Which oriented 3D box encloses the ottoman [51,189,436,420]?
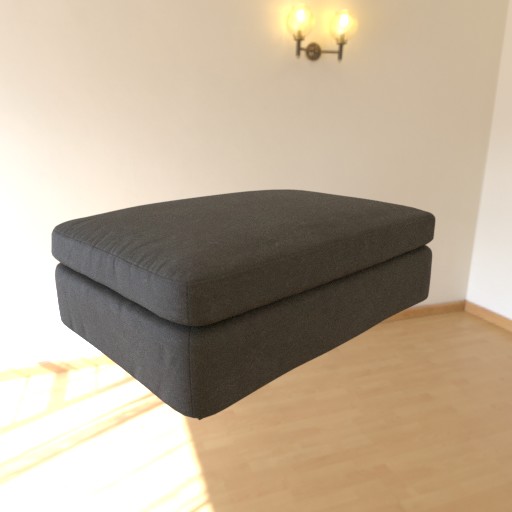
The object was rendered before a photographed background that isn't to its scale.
[{"bbox_3d":[0.000,0.000,1.632,1.199,0.429,0.840,-15,21,-42],"label":"ottoman"}]
